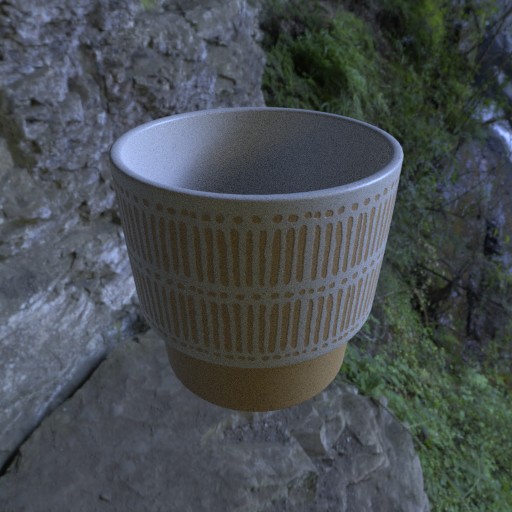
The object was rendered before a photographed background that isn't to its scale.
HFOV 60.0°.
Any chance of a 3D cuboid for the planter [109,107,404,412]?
[{"bbox_3d":[0.000,0.000,0.572,0.317,0.303,0.317,0,32,0],"label":"planter"}]
